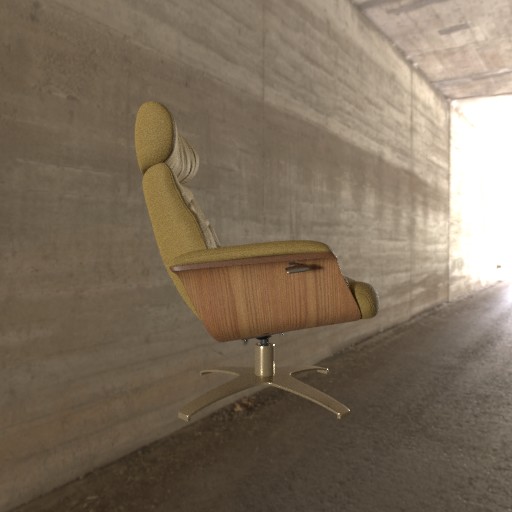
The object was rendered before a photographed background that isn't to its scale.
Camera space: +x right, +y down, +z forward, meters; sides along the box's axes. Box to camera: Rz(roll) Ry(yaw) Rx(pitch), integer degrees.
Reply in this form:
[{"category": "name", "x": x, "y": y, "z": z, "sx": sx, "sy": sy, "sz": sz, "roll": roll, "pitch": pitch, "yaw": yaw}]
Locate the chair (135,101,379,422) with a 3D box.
[{"category": "chair", "x": 0.000, "y": 0.000, "z": 1.606, "sx": 0.837, "sy": 0.995, "sz": 0.785, "roll": 0, "pitch": 1, "yaw": 0}]
